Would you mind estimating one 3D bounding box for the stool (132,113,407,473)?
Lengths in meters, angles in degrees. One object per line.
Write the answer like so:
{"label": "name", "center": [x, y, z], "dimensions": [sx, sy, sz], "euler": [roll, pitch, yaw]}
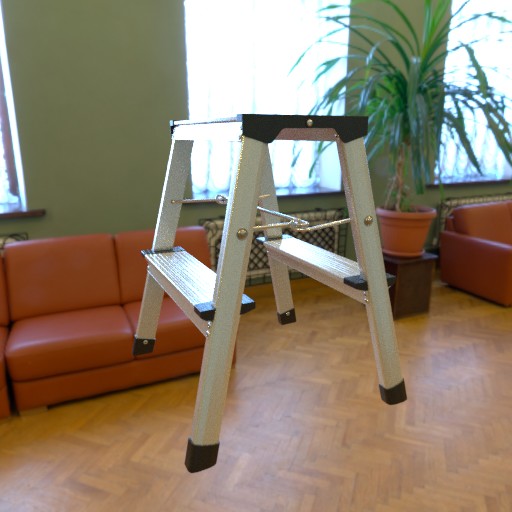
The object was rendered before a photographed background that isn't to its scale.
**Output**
{"label": "stool", "center": [0.000, 0.000, 0.809], "dimensions": [0.405, 0.480, 0.404], "euler": [-7, 17, -25]}
